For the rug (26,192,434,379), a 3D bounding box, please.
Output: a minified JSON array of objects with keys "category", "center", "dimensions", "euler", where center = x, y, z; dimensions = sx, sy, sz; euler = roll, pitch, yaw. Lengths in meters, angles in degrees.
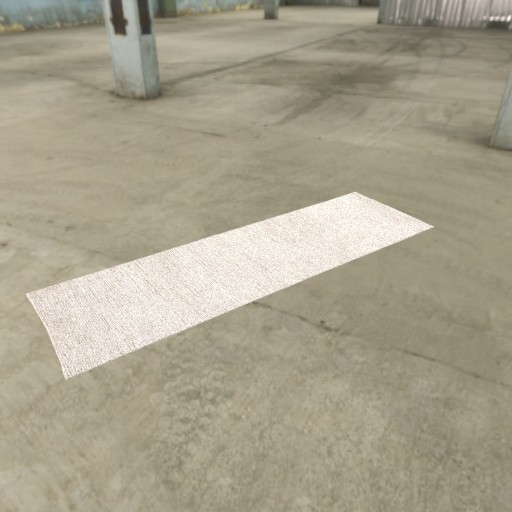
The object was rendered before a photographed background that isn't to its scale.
[{"category":"rug","center":[0.000,0.000,2.569],"dimensions":[2.346,0.013,0.712],"euler":[-19,36,-29]}]
